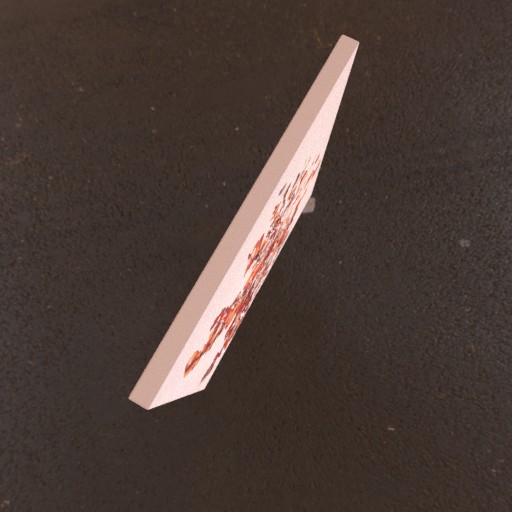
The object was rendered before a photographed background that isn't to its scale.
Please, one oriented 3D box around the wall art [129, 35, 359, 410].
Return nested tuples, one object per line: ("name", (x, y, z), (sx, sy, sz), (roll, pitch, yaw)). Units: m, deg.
("wall art", (0.000, 0.000, 1.504), (0.049, 1.009, 1.009), (28, 77, 7))
